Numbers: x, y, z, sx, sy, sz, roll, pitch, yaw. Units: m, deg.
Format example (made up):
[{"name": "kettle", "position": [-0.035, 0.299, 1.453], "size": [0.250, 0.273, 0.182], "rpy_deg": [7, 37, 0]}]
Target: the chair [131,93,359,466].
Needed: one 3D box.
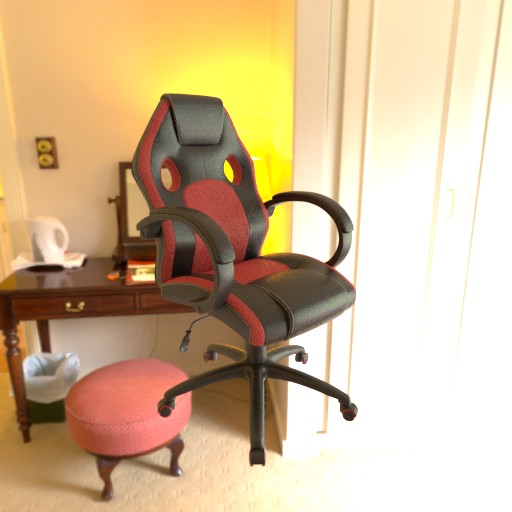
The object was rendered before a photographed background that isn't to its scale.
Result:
[{"name": "chair", "position": [0.000, 0.000, 1.670], "size": [0.750, 1.189, 0.783], "rpy_deg": [-14, 21, -42]}]
